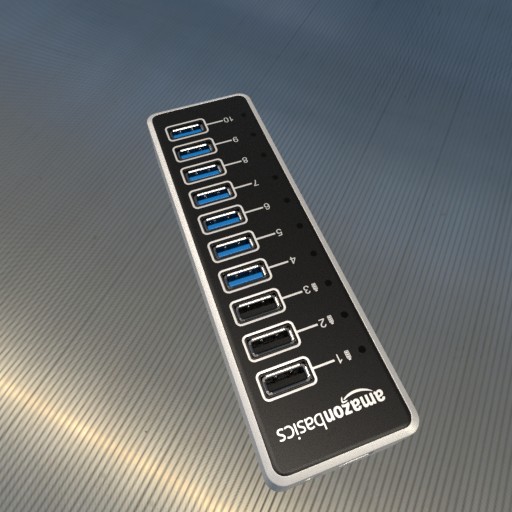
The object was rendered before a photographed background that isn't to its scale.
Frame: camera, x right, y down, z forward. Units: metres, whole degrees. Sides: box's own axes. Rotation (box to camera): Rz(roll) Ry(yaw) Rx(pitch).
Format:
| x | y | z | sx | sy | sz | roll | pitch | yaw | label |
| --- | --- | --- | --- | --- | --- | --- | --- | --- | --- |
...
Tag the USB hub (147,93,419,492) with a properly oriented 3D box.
| x | y | z | sx | sy | sz | roll | pitch | yaw | label |
| --- | --- | --- | --- | --- | --- | --- | --- | --- | --- |
| 0.000 | 0.000 | 0.159 | 0.044 | 0.023 | 0.145 | -17 | 60 | -10 | USB hub |
